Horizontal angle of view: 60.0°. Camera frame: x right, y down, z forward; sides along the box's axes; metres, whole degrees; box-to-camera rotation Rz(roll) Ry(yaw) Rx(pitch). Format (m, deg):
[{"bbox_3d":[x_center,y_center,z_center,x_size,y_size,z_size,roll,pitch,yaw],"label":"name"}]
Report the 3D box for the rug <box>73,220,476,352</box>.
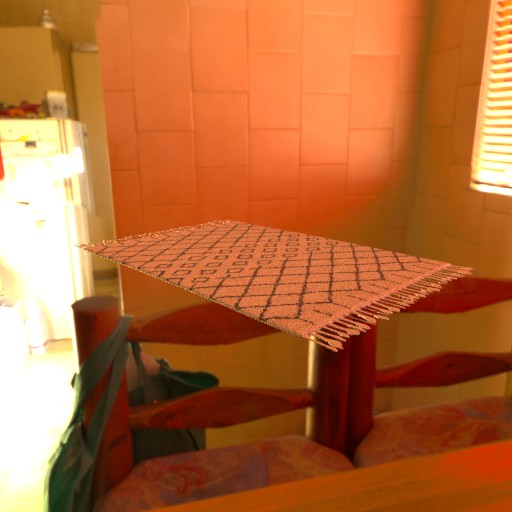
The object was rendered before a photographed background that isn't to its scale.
[{"bbox_3d":[0.000,0.000,3.308,1.664,0.029,2.615,-15,21,-43],"label":"rug"}]
